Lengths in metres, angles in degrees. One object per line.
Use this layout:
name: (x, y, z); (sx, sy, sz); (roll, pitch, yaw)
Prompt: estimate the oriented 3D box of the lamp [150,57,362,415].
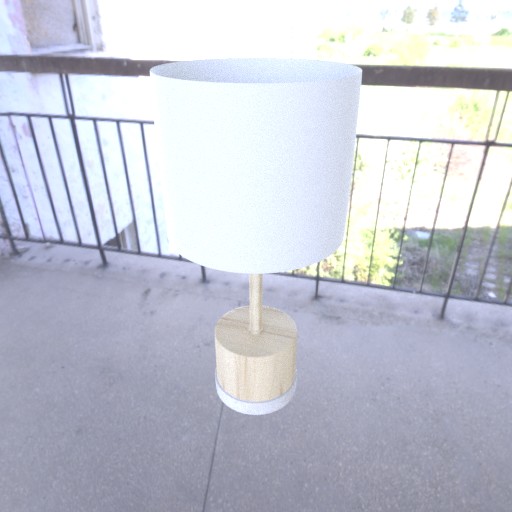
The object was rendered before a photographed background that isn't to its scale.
lamp: (0.000, 0.000, 0.597); (0.229, 0.470, 0.229); (8, 30, 14)
